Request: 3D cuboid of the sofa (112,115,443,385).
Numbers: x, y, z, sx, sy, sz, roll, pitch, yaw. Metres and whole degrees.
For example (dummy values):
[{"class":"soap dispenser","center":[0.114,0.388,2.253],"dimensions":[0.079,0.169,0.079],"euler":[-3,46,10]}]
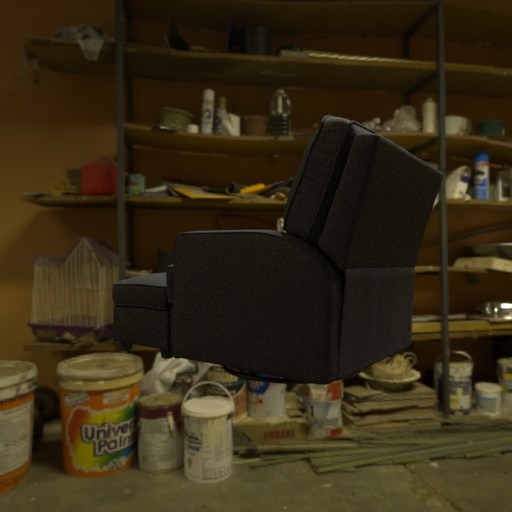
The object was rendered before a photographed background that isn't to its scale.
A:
[{"class":"sofa","center":[0.000,0.000,2.058],"dimensions":[1.472,0.959,0.861],"euler":[-1,-1,37]}]
